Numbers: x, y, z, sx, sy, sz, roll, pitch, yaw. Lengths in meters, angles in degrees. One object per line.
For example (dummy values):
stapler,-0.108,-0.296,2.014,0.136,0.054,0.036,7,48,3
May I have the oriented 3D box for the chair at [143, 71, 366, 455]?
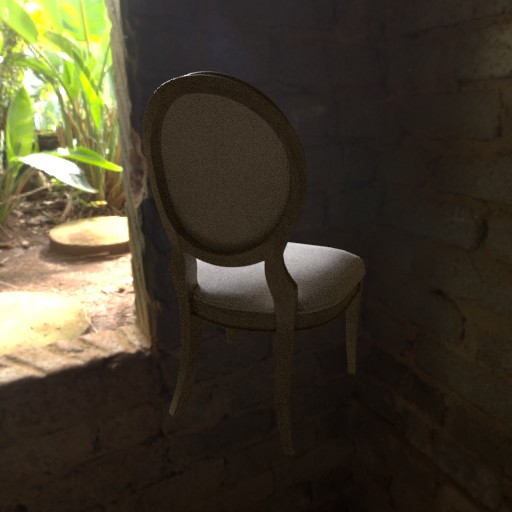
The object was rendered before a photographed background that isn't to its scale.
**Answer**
chair,0.000,0.000,1.336,0.558,0.990,0.602,8,19,24
